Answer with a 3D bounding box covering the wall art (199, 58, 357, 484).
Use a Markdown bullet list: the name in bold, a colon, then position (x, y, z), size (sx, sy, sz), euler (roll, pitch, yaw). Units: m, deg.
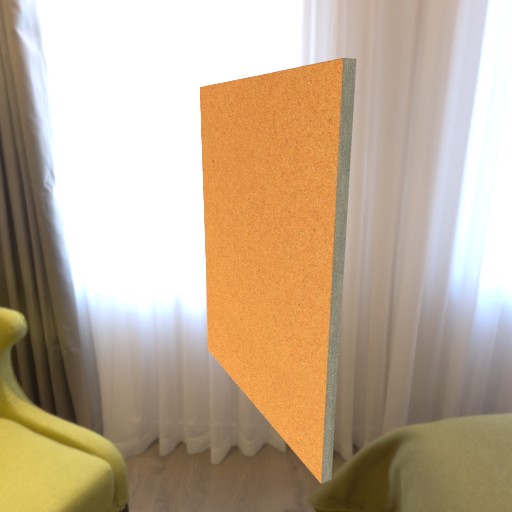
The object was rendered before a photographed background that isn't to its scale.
- **wall art**: position (0.000, 0.000, 0.814), size (0.020, 0.613, 0.481), euler (-8, 19, -26)
